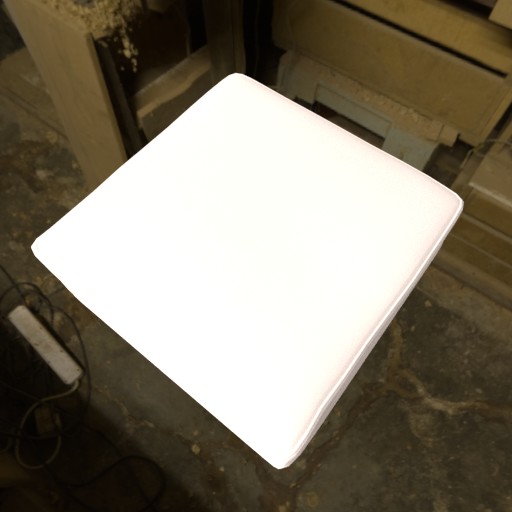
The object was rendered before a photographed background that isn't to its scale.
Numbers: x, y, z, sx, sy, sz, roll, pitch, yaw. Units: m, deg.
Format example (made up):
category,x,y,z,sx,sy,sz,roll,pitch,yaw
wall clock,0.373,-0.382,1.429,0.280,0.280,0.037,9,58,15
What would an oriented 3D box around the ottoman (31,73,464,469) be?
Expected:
category,x,y,z,sx,sy,sz,roll,pitch,yaw
ottoman,0.000,0.000,1.315,0.838,0.479,0.838,35,68,16
